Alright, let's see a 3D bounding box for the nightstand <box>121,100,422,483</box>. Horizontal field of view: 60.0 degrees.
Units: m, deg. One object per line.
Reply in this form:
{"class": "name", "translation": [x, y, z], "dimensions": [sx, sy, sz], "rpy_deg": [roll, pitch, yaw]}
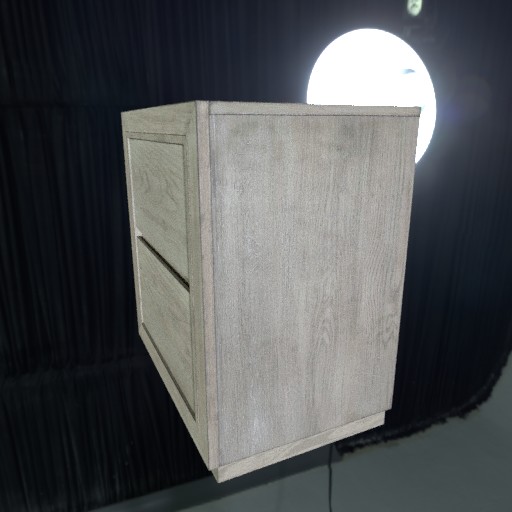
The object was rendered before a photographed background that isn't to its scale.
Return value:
{"class": "nightstand", "translation": [0.000, 0.000, 1.074], "dimensions": [0.483, 0.673, 0.612], "rpy_deg": [-8, 18, -25]}
